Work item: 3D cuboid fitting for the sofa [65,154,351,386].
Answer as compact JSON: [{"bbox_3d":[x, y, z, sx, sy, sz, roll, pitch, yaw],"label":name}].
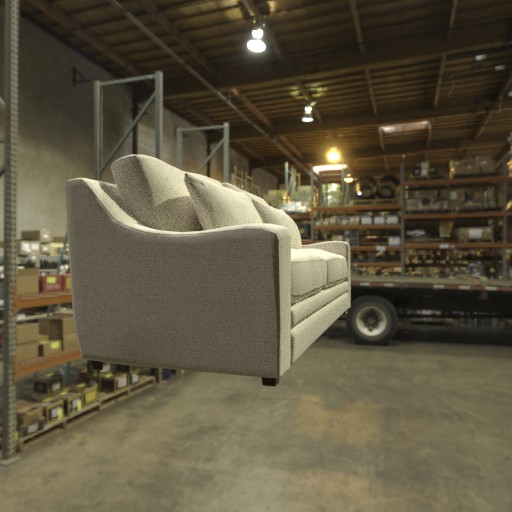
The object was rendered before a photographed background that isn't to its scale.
[{"bbox_3d":[0.000,0.000,2.969,1.009,1.022,2.470,0,0,18],"label":"sofa"}]
